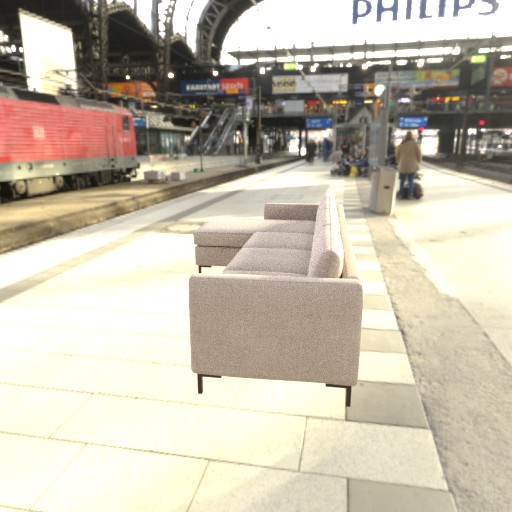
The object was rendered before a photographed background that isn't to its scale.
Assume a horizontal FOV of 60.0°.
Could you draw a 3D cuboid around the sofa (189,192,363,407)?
[{"bbox_3d":[0.000,0.000,3.605,1.469,0.816,2.923,2,14,9],"label":"sofa"}]
